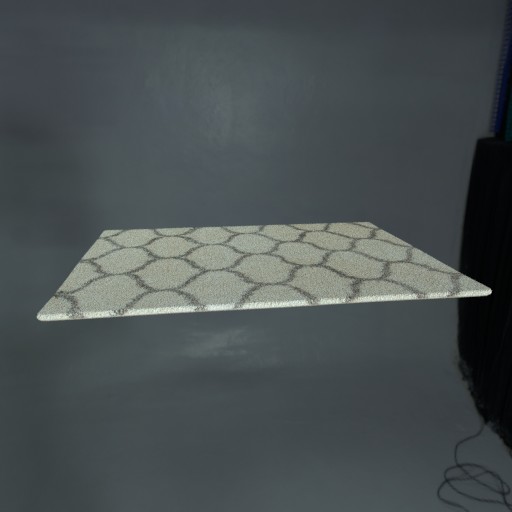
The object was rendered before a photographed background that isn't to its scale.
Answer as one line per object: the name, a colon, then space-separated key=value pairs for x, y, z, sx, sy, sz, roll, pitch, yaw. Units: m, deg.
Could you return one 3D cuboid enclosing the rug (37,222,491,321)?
rug: x=0.000 y=0.000 z=2.098 sx=1.600 sy=0.025 sz=1.200 roll=-2 pitch=17 yaw=-8
